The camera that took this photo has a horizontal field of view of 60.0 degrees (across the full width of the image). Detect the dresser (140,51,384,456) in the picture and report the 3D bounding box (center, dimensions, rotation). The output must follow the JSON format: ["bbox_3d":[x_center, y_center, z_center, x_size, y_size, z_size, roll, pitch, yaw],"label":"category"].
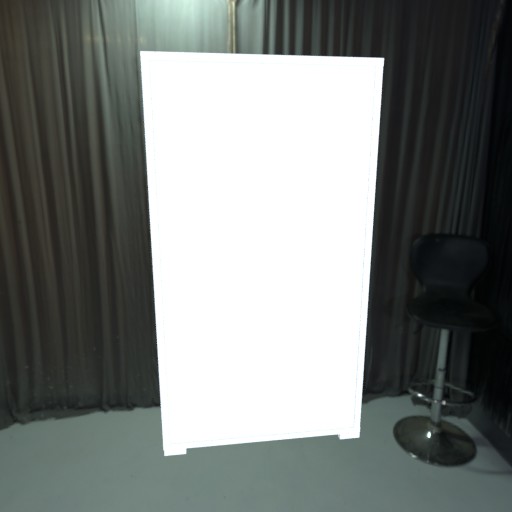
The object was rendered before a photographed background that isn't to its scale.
[{"bbox_3d":[0.000,0.000,1.501,0.650,1.190,0.400,-2,14,-8],"label":"dresser"}]
